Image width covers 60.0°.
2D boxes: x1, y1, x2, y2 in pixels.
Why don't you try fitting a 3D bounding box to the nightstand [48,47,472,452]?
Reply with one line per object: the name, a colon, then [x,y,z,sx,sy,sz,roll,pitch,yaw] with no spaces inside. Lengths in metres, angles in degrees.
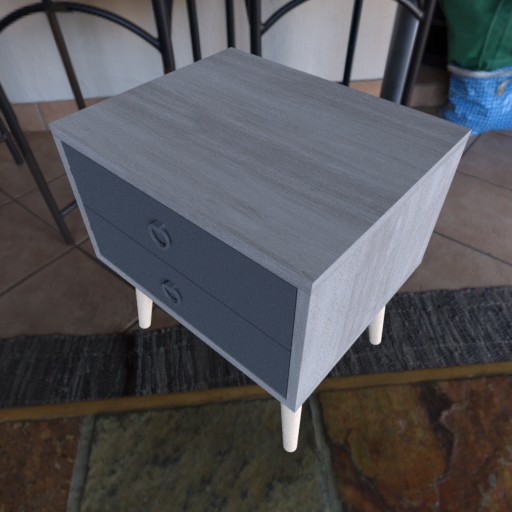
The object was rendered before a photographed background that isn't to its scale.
nightstand: [0.000,0.000,0.785,0.450,0.500,0.380,32,53,27]
